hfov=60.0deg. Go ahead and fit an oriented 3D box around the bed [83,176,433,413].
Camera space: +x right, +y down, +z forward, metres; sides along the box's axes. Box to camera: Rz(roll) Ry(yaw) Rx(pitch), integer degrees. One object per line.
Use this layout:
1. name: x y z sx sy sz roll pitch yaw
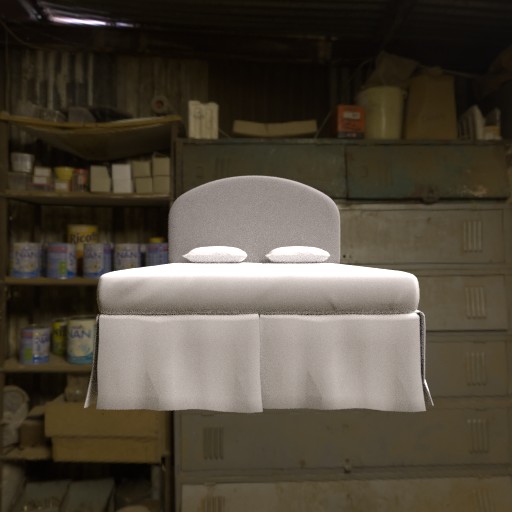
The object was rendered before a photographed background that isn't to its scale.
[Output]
1. bed: 0.000 0.000 2.976 1.607 1.410 2.005 0 0 -1
